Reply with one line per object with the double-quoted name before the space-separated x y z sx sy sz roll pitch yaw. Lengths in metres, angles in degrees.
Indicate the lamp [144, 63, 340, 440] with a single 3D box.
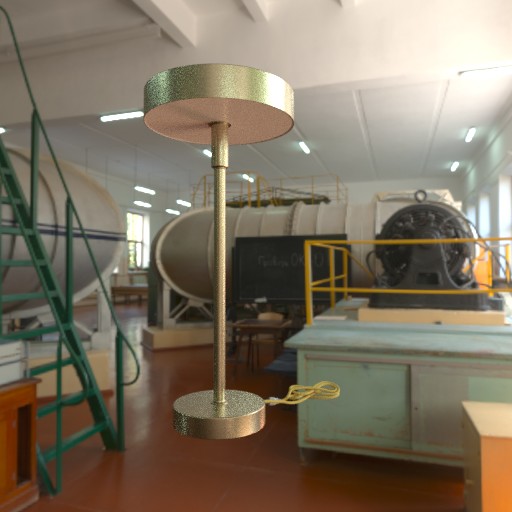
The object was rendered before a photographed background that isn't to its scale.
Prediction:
"lamp" 0.000 0.000 0.723 0.369 0.508 0.229 1 -2 -37
